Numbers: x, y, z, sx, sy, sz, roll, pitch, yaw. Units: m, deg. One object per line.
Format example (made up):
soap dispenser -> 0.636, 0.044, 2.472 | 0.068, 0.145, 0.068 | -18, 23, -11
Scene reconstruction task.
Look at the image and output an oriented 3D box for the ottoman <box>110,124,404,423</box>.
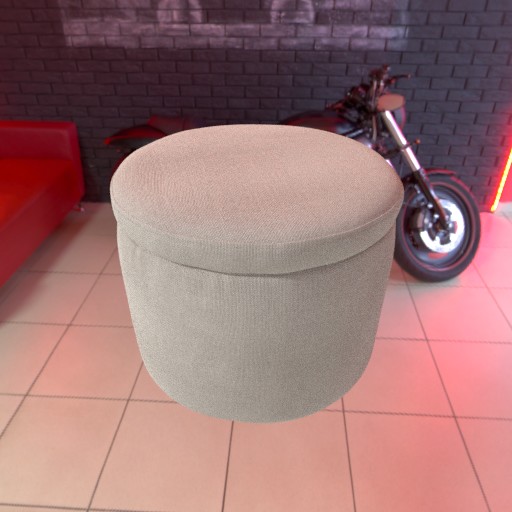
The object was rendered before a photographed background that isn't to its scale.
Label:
ottoman -> 0.000, 0.000, 0.857 | 0.497, 0.409, 0.497 | 0, 33, 0
